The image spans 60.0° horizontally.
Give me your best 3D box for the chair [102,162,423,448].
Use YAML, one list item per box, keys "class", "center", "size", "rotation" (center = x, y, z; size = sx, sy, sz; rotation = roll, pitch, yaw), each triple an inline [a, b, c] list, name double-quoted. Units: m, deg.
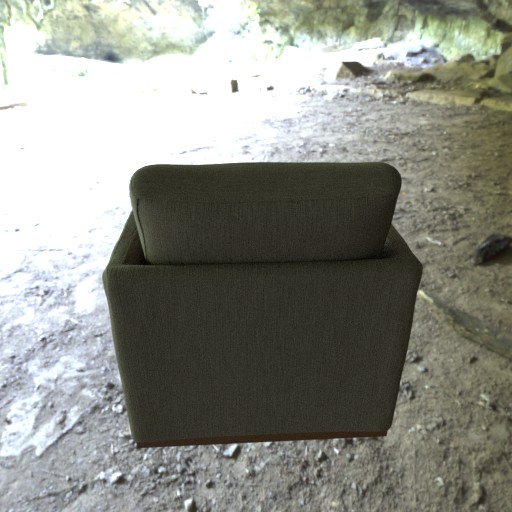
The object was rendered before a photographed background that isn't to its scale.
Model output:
- class: "chair"
  center: [0.000, 0.000, 1.453]
  size: [0.763, 0.811, 0.834]
  rotation: [-2, 29, -3]
